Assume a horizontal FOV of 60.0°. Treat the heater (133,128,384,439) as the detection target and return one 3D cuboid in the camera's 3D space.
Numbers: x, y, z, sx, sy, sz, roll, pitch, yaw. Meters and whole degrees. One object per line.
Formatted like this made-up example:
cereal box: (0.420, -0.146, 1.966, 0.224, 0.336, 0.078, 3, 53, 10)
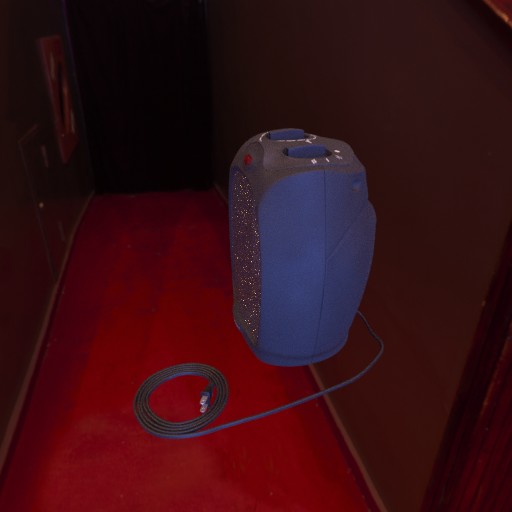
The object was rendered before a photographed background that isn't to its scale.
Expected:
heater: (0.000, 0.000, 0.479, 0.291, 0.240, 0.239, -7, 30, -13)
